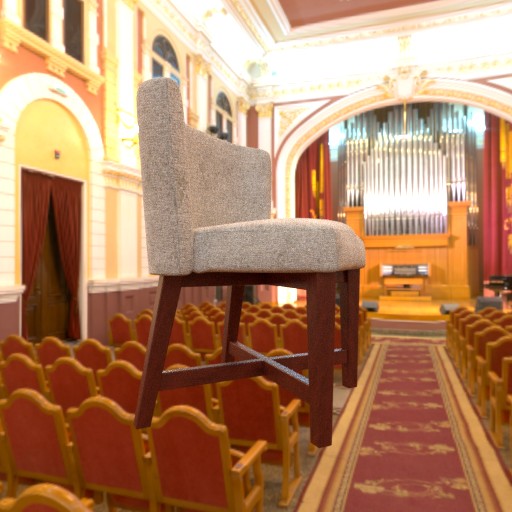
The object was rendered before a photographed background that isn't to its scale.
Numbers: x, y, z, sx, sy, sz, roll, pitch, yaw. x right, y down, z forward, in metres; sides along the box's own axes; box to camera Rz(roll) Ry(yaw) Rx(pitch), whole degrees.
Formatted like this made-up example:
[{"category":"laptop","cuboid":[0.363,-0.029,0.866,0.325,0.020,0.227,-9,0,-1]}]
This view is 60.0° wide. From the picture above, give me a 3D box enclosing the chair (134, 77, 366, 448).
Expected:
[{"category":"chair","cuboid":[0.000,0.000,1.253,0.575,0.827,0.728,0,-1,19]}]
